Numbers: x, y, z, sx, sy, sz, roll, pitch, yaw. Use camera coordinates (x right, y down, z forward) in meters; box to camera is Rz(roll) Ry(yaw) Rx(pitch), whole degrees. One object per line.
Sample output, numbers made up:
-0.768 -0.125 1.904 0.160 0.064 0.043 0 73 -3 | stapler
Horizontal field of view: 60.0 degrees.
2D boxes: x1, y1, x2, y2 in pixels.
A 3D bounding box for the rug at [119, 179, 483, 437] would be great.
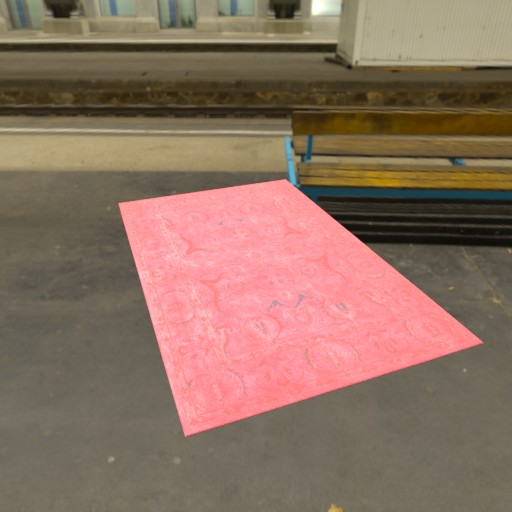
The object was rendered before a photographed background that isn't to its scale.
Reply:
0.000 0.000 2.972 1.534 0.010 2.423 -11 33 -18 | rug
